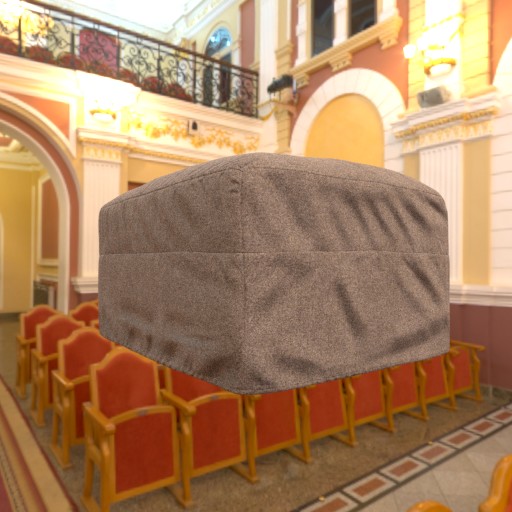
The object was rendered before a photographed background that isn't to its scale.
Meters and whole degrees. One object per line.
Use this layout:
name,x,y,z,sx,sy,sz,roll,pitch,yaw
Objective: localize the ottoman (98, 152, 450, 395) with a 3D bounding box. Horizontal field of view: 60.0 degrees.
ottoman,0.000,0.000,1.249,0.683,0.481,0.837,0,0,-36
